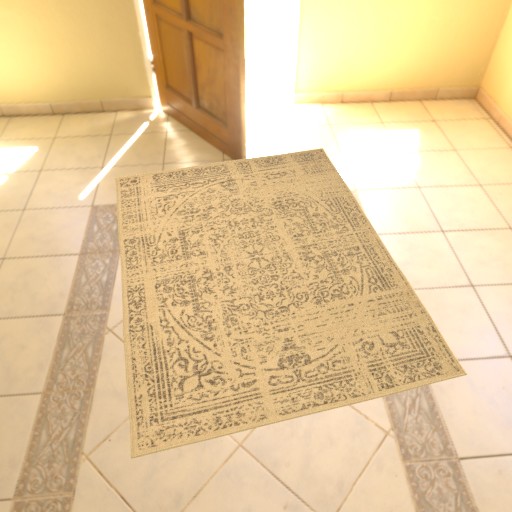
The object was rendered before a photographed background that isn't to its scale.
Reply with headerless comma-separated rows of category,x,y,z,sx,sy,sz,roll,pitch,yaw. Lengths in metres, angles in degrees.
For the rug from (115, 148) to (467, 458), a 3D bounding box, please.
rug,0.000,0.000,3.853,2.311,0.032,2.921,-10,47,-10
